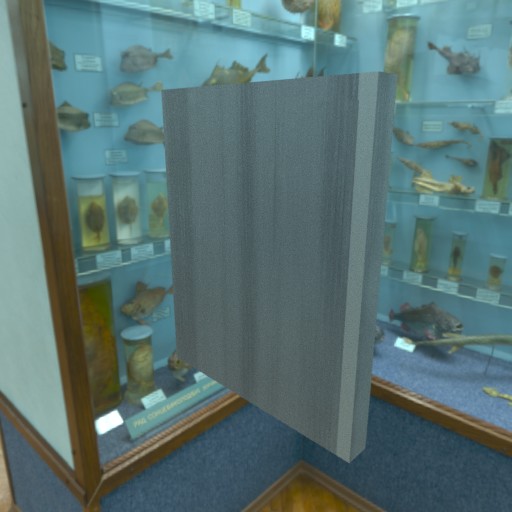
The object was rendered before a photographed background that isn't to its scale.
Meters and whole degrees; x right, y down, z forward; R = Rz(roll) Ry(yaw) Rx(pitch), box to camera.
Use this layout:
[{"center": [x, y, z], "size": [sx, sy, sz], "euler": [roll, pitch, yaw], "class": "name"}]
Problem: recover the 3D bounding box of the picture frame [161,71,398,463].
[{"center": [0.000, 0.000, 0.764], "size": [0.449, 0.555, 0.046], "euler": [16, 23, 43], "class": "picture frame"}]
